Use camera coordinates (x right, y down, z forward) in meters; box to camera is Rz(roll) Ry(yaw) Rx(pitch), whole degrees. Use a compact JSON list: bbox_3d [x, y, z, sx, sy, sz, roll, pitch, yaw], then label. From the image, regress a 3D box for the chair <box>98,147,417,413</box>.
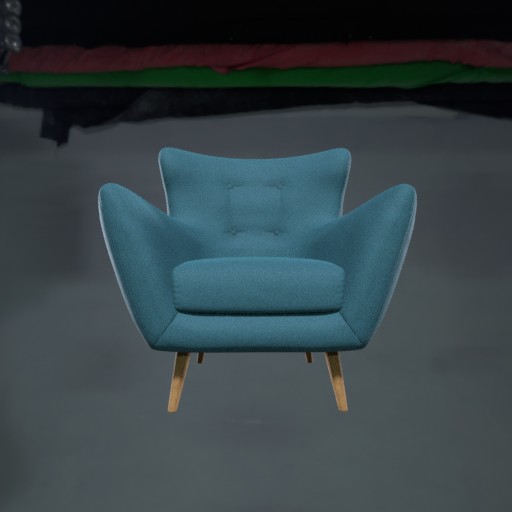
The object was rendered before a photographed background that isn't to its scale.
[{"bbox_3d":[0.000,0.000,1.605,0.890,0.889,0.889,0,0,-1],"label":"chair"}]
